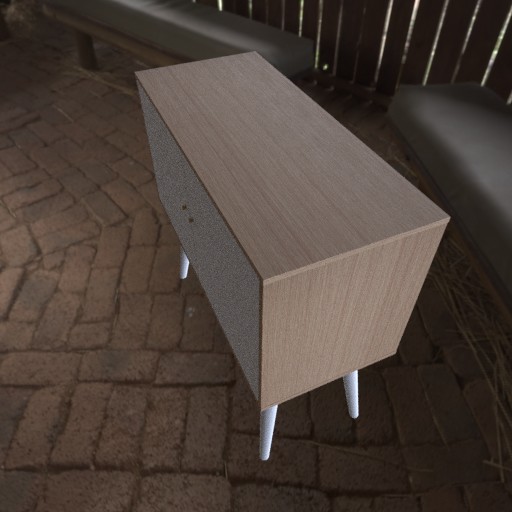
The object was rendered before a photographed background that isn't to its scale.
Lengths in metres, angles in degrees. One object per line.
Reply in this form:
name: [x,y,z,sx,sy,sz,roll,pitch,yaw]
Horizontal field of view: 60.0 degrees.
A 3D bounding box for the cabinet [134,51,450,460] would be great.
cabinet: [0.000,0.000,1.613,0.470,1.016,1.057,-18,48,-17]
